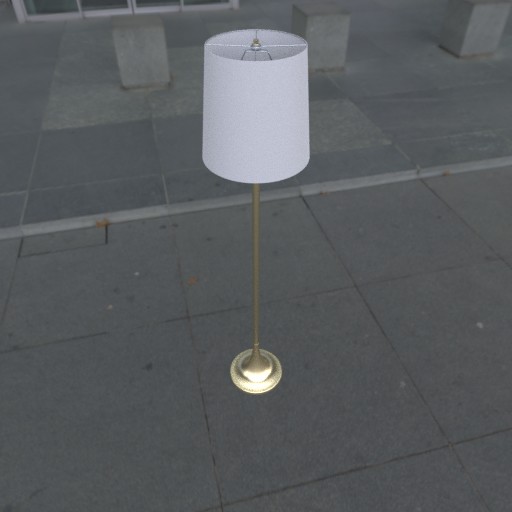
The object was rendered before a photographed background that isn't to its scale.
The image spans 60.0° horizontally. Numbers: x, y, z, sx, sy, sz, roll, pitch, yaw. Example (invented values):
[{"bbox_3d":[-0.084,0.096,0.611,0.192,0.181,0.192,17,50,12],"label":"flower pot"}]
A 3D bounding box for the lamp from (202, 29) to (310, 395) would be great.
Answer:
[{"bbox_3d":[0.000,0.000,1.690,0.337,1.543,0.337,0,42,0],"label":"lamp"}]
